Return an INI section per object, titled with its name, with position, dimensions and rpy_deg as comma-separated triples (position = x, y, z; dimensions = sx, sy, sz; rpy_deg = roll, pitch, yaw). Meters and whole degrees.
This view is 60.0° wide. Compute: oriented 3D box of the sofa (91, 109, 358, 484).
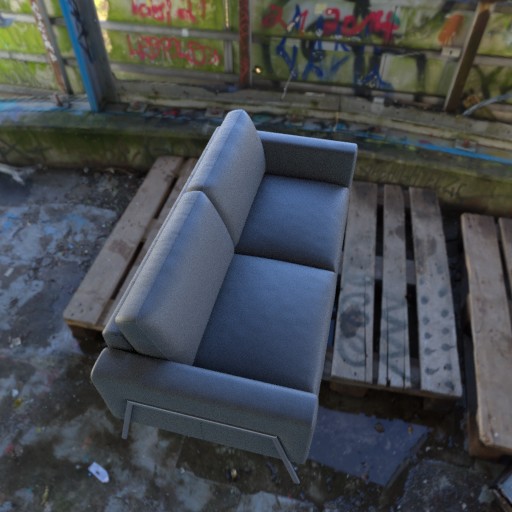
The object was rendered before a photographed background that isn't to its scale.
[sofa]
position = 0.000, 0.000, 2.545
dimensions = 0.953, 0.875, 2.017
rpy_deg = 10, 48, 9
